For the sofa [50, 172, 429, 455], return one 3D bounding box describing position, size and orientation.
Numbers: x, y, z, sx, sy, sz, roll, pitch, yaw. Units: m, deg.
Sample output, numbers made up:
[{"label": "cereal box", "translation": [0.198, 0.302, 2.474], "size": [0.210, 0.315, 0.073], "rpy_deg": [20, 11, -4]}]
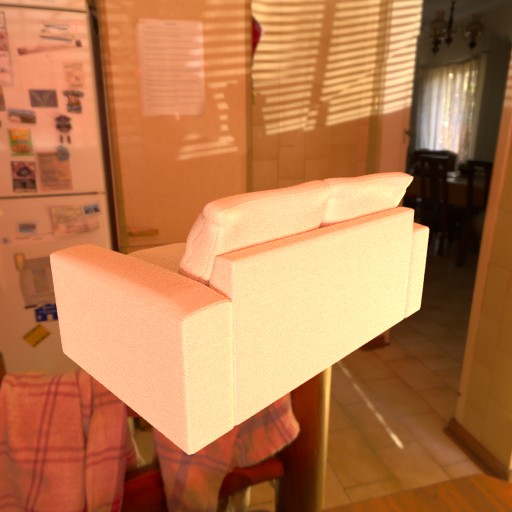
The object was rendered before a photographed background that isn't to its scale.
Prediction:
[{"label": "sofa", "translation": [0.000, 0.000, 2.343], "size": [1.091, 0.875, 1.754], "rpy_deg": [16, 23, 42]}]
